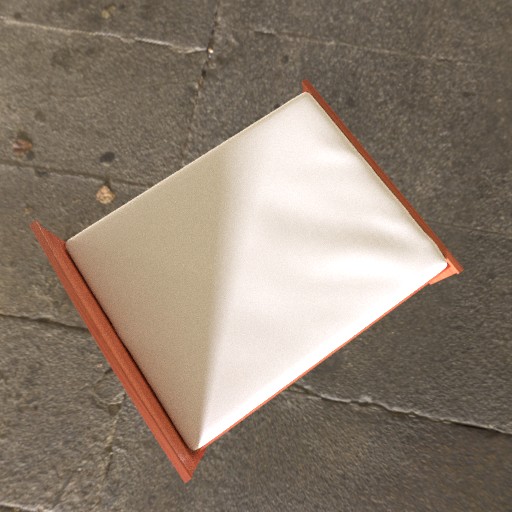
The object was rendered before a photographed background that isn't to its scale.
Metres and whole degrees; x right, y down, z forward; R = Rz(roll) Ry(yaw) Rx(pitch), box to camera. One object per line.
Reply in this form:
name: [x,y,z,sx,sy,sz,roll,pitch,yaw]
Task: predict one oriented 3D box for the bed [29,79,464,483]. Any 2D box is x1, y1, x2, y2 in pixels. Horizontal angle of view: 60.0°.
bed: [0.000,0.000,2.908,2.053,0.848,1.683,-34,79,-8]
